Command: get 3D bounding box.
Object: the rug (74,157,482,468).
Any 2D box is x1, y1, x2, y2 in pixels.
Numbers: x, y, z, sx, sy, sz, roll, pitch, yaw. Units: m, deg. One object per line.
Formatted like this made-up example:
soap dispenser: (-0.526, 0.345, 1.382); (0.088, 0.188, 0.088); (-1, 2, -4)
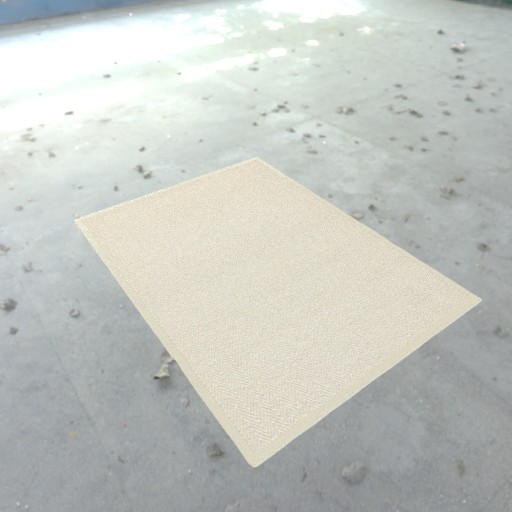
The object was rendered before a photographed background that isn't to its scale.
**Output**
rug: (0.000, 0.000, 4.782); (2.734, 0.037, 3.659); (-25, 46, -27)
